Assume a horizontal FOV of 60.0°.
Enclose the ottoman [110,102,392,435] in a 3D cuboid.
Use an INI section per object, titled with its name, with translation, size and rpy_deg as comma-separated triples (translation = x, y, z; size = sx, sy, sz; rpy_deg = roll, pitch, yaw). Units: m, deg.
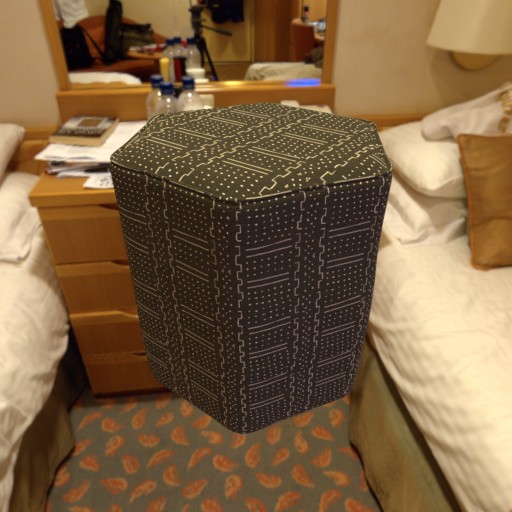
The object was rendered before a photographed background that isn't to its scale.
[ottoman]
translation = 0.000, 0.000, 0.890
size = 0.494, 0.502, 0.443
rpy_deg = 22, 39, 30
